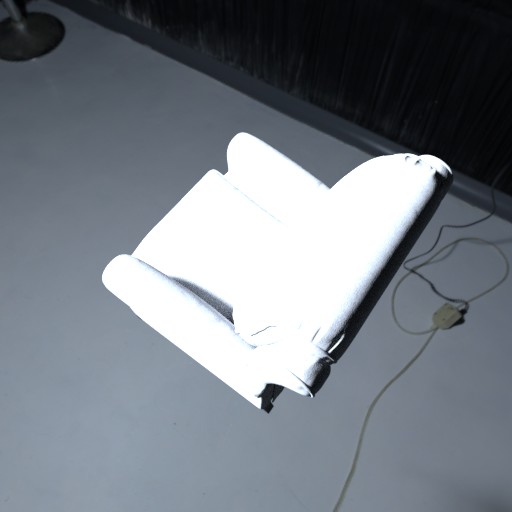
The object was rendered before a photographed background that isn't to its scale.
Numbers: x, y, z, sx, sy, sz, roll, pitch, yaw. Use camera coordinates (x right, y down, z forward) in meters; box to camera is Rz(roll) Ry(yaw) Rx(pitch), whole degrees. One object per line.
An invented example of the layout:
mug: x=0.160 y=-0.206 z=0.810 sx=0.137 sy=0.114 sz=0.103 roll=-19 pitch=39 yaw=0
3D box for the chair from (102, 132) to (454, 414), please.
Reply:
chair: x=0.000 y=0.000 z=1.664 sx=0.919 sy=1.046 sz=0.859 roll=33 pitch=67 yaw=16
